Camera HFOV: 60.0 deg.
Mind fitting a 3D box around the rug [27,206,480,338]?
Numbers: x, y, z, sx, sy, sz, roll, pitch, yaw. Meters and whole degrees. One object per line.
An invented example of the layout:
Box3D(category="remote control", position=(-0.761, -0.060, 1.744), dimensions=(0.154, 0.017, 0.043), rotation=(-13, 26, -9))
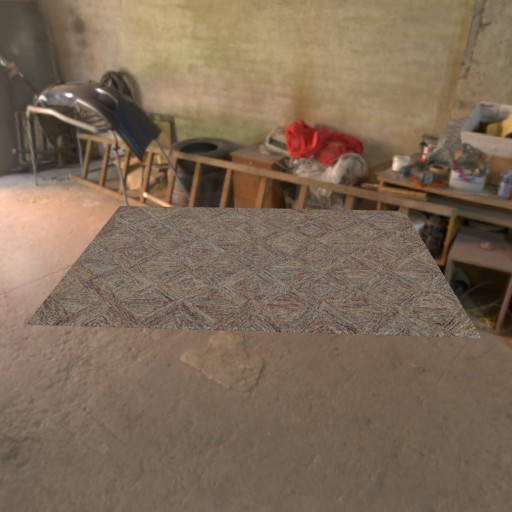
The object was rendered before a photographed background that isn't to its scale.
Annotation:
Box3D(category="rug", position=(0.000, 0.000, 2.893), dimensions=(2.285, 0.019, 1.523), rotation=(1, 30, 2))
